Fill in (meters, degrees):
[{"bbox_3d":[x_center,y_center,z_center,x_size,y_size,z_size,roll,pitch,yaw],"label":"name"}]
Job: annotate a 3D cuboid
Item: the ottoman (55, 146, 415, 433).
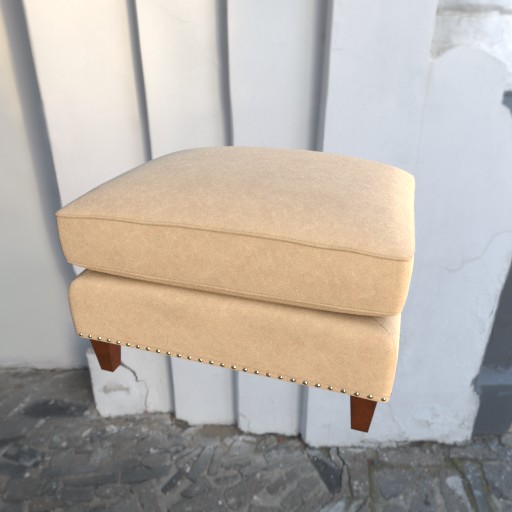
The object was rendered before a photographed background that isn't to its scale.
[{"bbox_3d":[0.000,0.000,1.155,0.741,0.513,0.584,8,27,16],"label":"ottoman"}]
